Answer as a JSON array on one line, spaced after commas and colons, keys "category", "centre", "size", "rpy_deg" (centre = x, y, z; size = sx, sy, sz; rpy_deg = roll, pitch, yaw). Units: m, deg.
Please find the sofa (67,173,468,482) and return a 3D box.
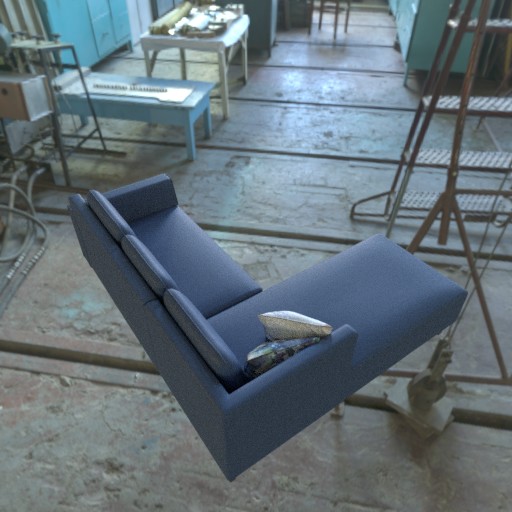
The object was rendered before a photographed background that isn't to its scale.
[{"category": "sofa", "centre": [0.000, 0.000, 3.046], "size": [1.829, 0.787, 2.120], "rpy_deg": [-25, 46, -26]}]
